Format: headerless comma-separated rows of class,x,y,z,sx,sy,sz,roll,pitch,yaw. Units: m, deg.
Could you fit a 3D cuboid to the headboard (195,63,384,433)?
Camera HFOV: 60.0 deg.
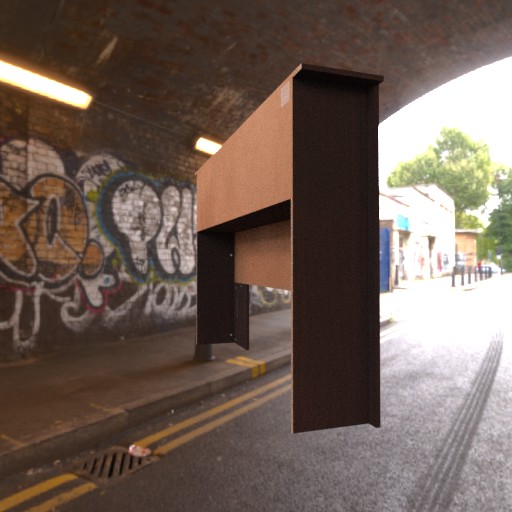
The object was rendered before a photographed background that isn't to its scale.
headboard,0.000,0.000,2.113,0.279,1.092,1.671,0,-1,-18
